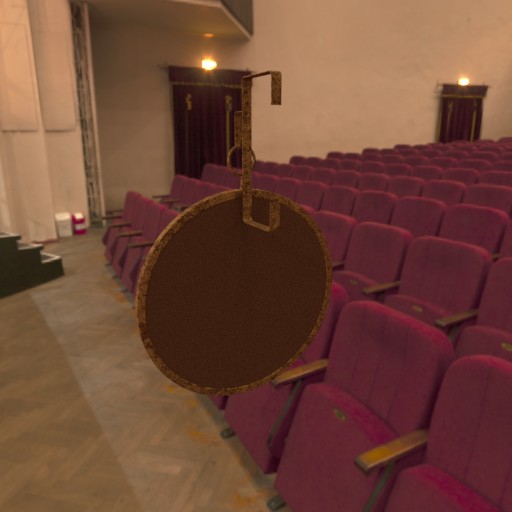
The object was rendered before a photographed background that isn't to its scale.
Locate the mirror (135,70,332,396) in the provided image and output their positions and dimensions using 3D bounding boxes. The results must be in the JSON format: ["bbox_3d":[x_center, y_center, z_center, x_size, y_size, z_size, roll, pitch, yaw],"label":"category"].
[{"bbox_3d":[0.000,0.000,0.856,0.447,0.651,0.144,-8,17,-26],"label":"mirror"}]
